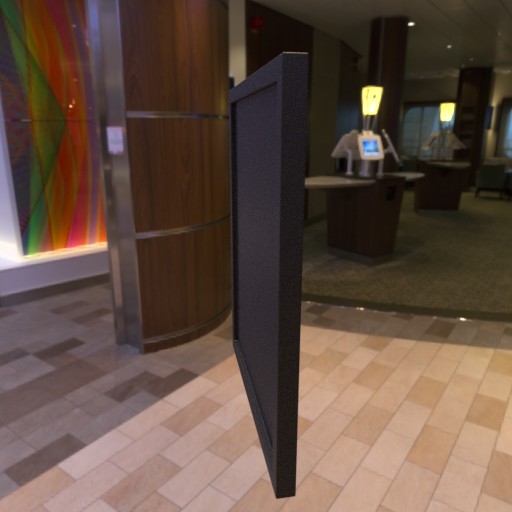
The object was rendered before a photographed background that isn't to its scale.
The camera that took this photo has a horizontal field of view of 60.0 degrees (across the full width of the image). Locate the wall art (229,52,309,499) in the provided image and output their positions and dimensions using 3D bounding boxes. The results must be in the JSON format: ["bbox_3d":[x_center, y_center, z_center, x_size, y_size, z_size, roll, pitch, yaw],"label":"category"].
[{"bbox_3d":[0.000,0.000,0.744,0.028,0.559,0.457,-3,16,-10],"label":"wall art"}]
